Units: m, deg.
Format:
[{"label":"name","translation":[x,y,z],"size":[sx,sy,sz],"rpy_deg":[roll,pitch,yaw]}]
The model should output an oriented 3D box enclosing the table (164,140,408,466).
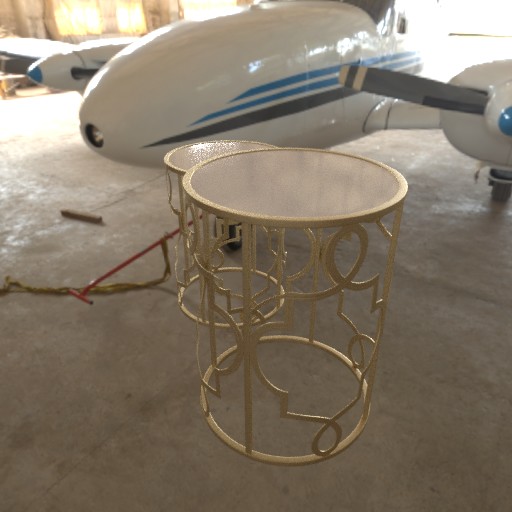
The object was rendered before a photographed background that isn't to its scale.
[{"label":"table","translation":[0.000,0.000,1.160],"size":[0.420,0.564,0.846],"rpy_deg":[-10,30,-17]}]
